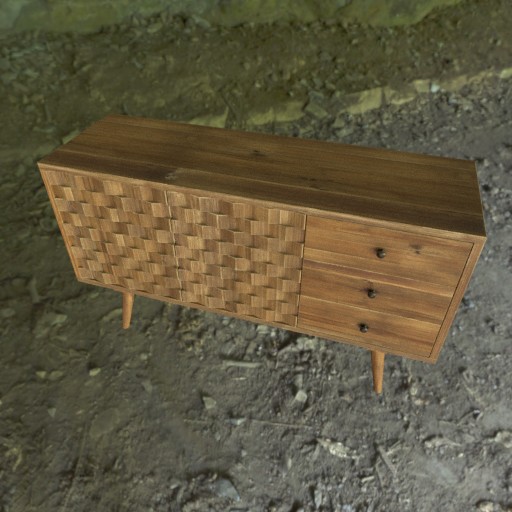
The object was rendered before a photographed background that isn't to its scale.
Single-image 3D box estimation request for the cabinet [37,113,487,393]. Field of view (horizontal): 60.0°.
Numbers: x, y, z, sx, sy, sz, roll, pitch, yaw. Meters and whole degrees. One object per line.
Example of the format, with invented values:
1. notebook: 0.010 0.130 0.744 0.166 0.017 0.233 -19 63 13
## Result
1. cabinet: 0.000 0.000 1.731 1.400 0.800 0.472 11 41 13
